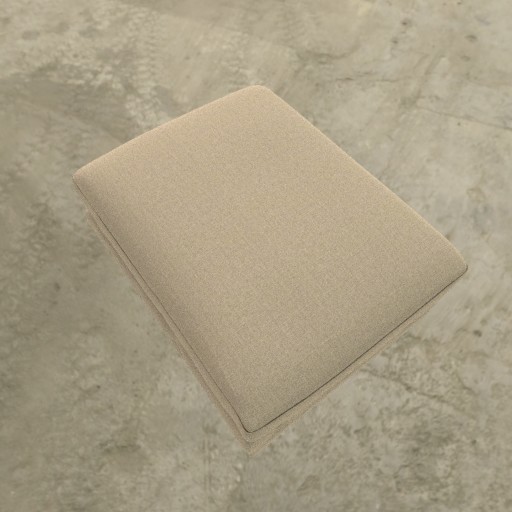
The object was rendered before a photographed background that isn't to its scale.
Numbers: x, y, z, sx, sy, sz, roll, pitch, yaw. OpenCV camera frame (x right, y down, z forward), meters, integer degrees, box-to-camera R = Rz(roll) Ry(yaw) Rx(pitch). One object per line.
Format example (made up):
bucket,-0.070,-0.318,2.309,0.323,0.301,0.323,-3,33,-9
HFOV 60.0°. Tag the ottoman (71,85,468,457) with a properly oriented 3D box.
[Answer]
ottoman,0.000,0.000,1.025,0.541,0.463,0.684,-32,63,-18
